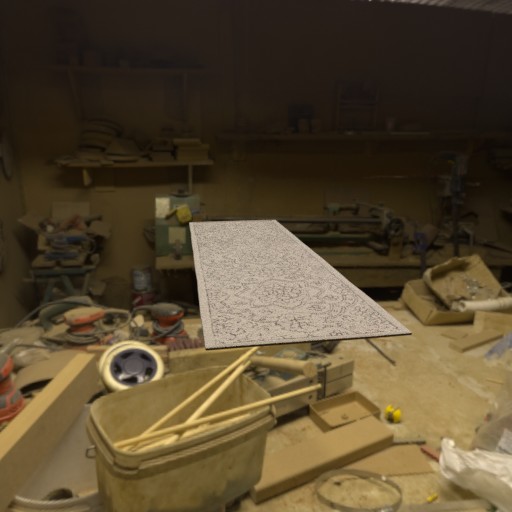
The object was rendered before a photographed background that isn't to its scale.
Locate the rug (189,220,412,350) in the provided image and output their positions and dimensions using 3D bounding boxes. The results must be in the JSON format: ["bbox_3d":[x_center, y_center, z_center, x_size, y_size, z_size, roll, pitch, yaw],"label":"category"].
[{"bbox_3d":[0.000,0.000,2.744,0.769,0.012,2.448,-2,15,-9],"label":"rug"}]
